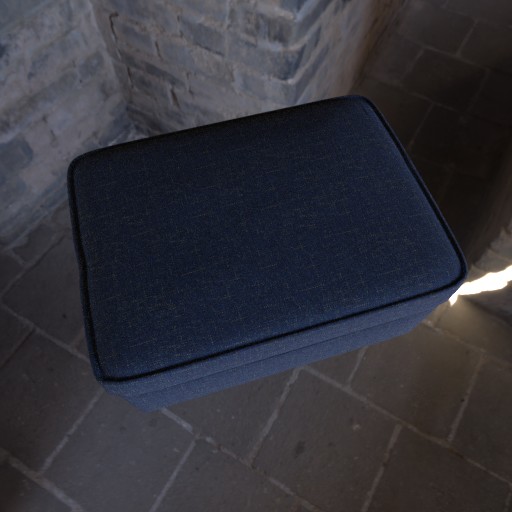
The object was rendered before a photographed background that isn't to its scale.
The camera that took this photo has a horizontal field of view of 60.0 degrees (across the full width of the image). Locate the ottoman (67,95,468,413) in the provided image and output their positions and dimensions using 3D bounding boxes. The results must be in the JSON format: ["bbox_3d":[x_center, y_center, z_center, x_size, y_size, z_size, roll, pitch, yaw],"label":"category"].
[{"bbox_3d":[0.000,0.000,1.080,0.749,0.450,0.549,-15,63,-8],"label":"ottoman"}]
